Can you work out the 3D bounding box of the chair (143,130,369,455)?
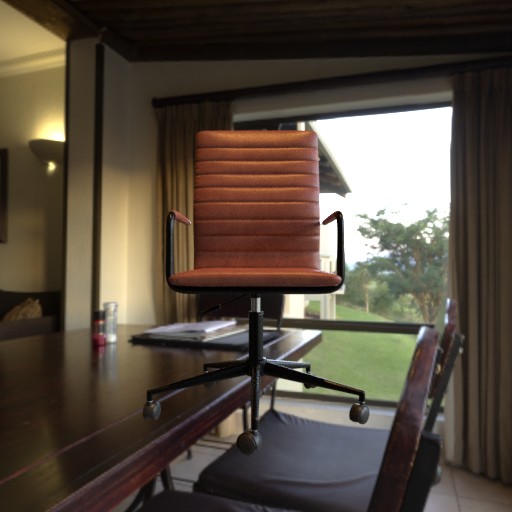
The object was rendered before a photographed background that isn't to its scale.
[{"bbox_3d":[0.000,0.000,1.249,0.600,0.878,0.578,0,-1,1],"label":"chair"}]
